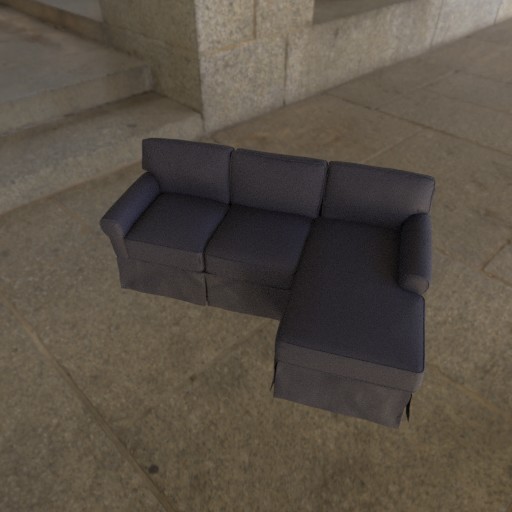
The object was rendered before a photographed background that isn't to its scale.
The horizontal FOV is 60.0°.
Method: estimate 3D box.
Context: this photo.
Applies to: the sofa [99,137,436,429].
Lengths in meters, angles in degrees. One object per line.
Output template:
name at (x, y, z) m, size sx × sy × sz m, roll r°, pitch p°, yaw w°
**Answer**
sofa at (0.000, 0.000, 3.347) m, size 2.518 × 1.039 × 1.637 m, roll 11°, pitch 41°, yaw 12°
